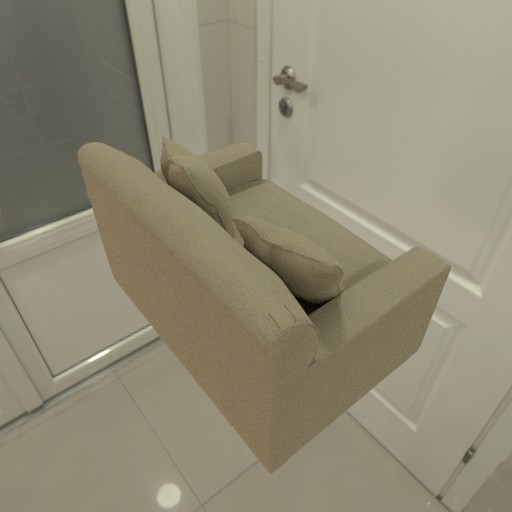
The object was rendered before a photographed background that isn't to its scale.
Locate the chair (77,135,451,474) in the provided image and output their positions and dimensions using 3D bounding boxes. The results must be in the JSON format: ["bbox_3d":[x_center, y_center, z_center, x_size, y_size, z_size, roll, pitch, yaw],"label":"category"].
[{"bbox_3d":[0.000,0.000,2.062,1.000,0.948,1.383,-28,48,-28],"label":"chair"}]
